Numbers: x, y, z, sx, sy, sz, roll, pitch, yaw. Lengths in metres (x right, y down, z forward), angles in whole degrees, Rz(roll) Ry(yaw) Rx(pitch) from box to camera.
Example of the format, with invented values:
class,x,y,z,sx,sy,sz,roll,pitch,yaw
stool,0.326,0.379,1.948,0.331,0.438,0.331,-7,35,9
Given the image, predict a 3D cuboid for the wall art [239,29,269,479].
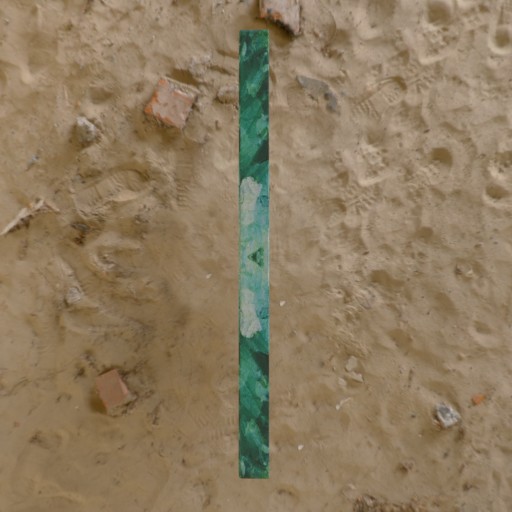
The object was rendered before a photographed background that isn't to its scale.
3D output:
class,x,y,z,sx,sy,sz,roll,pitch,yaw
wall art,0.000,0.000,0.750,0.038,0.508,0.507,0,89,1
